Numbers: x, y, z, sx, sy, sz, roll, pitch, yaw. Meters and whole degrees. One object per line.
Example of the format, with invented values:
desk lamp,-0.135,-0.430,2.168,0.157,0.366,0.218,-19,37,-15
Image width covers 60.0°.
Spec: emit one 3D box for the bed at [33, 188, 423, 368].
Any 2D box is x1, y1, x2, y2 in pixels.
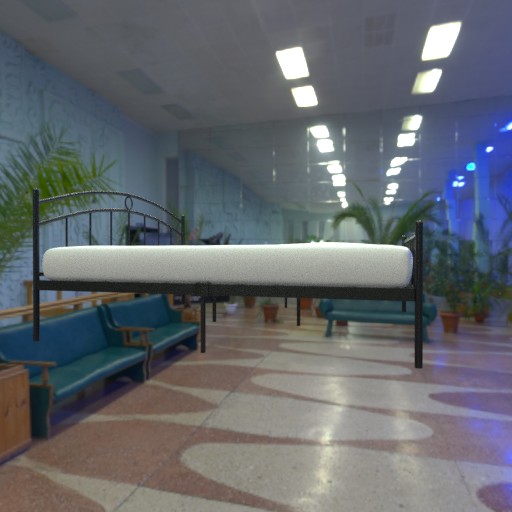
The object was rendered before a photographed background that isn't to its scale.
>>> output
bed,0.000,0.000,3.070,2.040,0.940,1.880,0,0,17
